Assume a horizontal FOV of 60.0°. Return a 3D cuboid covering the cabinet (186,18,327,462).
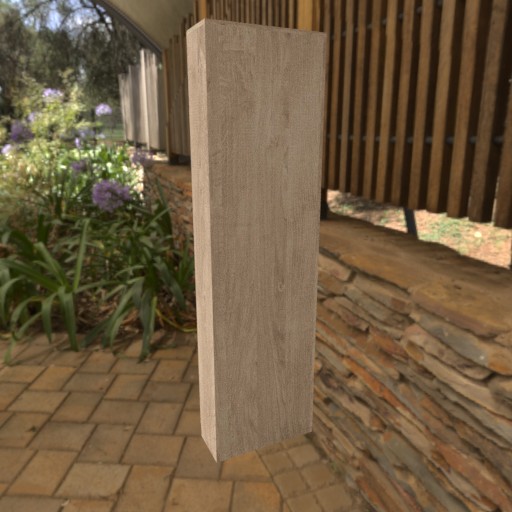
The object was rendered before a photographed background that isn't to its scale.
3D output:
[{"bbox_3d":[0.000,0.000,1.947,0.500,1.790,0.230,-7,16,-25],"label":"cabinet"}]
